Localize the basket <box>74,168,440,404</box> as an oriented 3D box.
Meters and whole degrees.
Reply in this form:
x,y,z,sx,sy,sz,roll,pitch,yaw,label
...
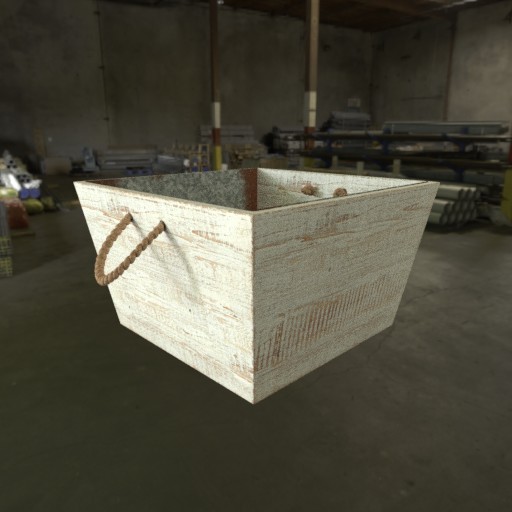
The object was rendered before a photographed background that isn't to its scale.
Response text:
x,y,z,sx,sy,sz,roll,pitch,yaw,label
0.000,0.000,0.738,0.545,0.247,0.413,-15,21,-42,basket
